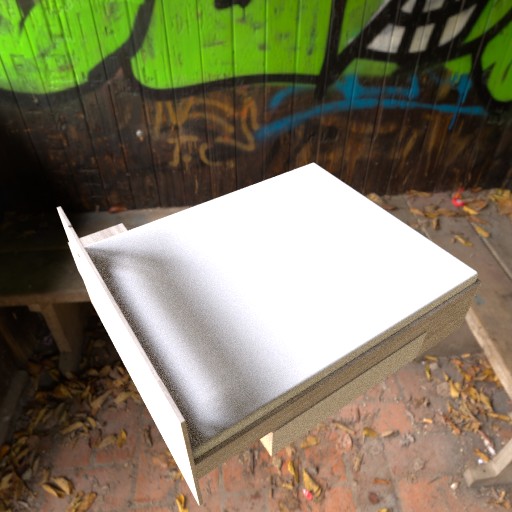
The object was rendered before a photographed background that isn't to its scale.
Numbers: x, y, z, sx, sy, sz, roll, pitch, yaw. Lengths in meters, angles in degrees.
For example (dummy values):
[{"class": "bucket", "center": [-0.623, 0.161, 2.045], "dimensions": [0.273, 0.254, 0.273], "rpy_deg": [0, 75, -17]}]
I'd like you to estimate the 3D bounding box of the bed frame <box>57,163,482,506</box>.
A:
[{"class": "bed frame", "center": [0.000, 0.000, 3.006], "dimensions": [2.050, 0.860, 2.040], "rpy_deg": [-24, 47, -24]}]
